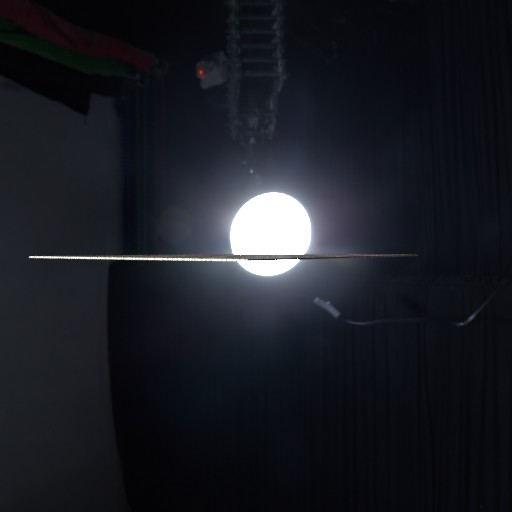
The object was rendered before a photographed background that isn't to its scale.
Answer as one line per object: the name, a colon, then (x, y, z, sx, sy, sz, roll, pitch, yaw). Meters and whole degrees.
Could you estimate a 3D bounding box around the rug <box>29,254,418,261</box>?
rug: (0.000, 0.000, 2.967, 1.522, 0.008, 2.284, 0, 1, 35)
